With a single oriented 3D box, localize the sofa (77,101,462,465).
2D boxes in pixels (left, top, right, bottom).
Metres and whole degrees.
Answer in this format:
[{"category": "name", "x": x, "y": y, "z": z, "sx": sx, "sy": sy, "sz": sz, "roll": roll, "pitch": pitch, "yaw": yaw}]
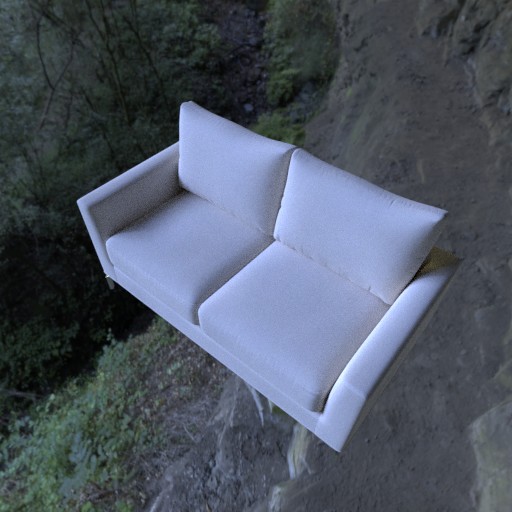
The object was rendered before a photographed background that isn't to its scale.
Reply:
[{"category": "sofa", "x": 0.000, "y": 0.000, "z": 2.311, "sx": 1.739, "sy": 0.995, "sz": 0.906, "roll": 31, "pitch": 53, "yaw": 26}]
